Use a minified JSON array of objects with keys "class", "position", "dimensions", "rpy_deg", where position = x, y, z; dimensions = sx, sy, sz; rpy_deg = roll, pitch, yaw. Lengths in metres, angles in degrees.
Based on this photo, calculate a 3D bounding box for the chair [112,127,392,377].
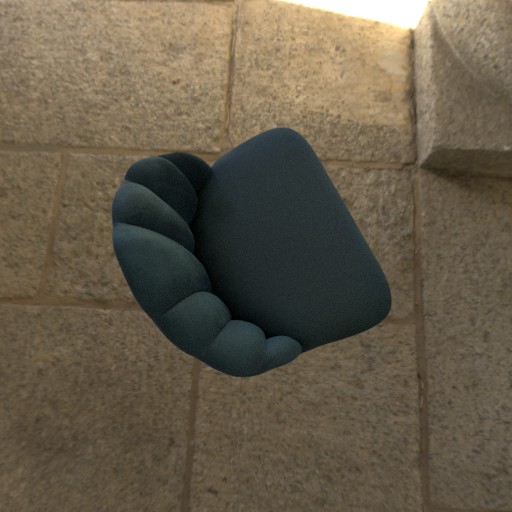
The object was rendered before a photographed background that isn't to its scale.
[{"class":"chair","position":[0.000,0.000,1.296],"dimensions":[0.599,0.819,0.657],"rpy_deg":[-25,77,-6]}]
